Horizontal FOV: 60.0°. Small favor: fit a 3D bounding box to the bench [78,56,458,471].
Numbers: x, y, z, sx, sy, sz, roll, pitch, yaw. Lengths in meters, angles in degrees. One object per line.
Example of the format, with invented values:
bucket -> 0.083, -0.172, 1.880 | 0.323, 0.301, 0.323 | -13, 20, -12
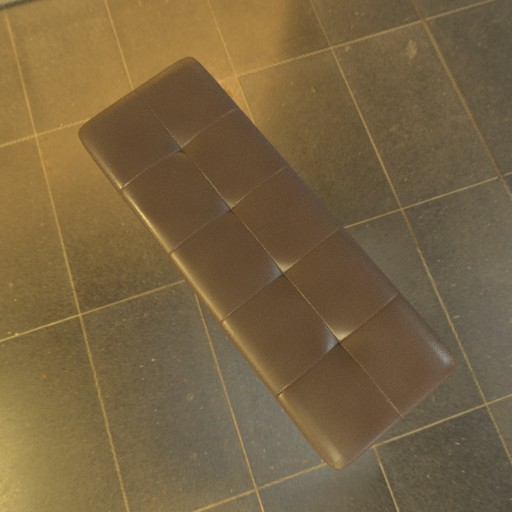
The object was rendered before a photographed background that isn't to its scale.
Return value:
bench -> 0.000, 0.000, 1.431 | 0.450, 0.417, 1.219 | -38, 80, -8
